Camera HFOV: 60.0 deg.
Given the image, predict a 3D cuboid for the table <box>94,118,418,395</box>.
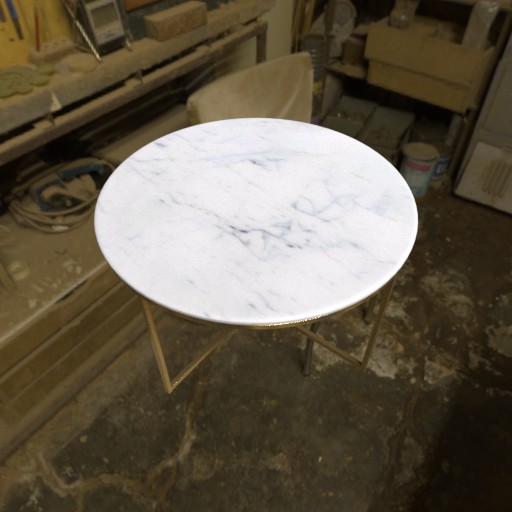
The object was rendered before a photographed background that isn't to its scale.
[{"bbox_3d":[0.000,0.000,1.286,0.800,0.450,0.800,0,45,0],"label":"table"}]
